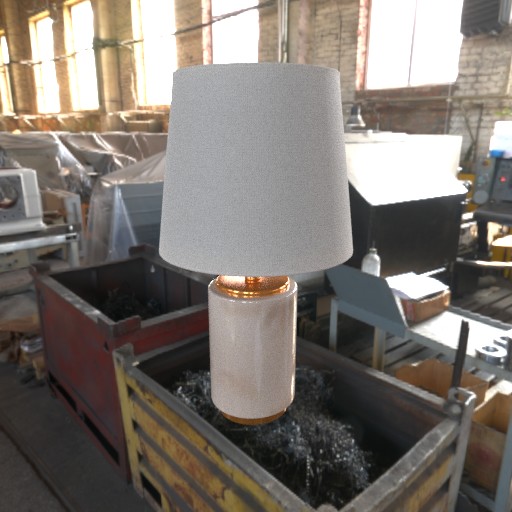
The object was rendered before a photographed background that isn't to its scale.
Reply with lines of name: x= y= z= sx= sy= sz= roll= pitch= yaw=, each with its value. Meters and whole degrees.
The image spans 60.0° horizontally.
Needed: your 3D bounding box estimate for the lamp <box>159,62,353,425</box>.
lamp: x=0.000 y=0.000 z=0.445 sx=0.189 sy=0.340 sz=0.189 roll=0 pitch=16 yaw=0
